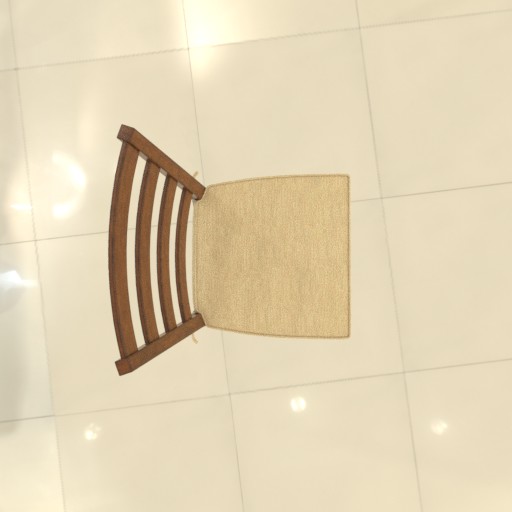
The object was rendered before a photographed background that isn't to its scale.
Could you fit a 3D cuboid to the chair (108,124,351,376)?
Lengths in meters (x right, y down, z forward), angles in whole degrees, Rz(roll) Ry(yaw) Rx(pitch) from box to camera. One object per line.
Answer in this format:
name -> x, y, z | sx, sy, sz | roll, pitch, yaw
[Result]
chair -> 0.000, 0.000, 1.369 | 0.595, 0.979, 0.593 | 0, 88, 0
